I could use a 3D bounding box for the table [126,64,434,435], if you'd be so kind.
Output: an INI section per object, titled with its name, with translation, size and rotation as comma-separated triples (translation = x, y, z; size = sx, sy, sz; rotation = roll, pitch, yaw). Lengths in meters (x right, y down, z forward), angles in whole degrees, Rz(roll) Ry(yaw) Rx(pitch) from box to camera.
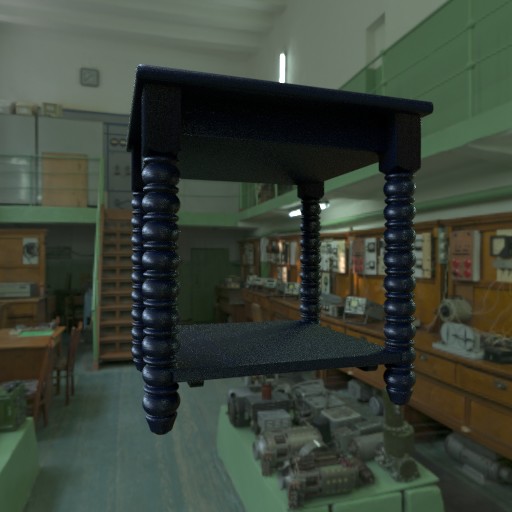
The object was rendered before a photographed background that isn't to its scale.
[table]
translation = 0.000, 0.000, 0.970
size = 0.533, 0.567, 0.500
rotation = 0, 0, -18
